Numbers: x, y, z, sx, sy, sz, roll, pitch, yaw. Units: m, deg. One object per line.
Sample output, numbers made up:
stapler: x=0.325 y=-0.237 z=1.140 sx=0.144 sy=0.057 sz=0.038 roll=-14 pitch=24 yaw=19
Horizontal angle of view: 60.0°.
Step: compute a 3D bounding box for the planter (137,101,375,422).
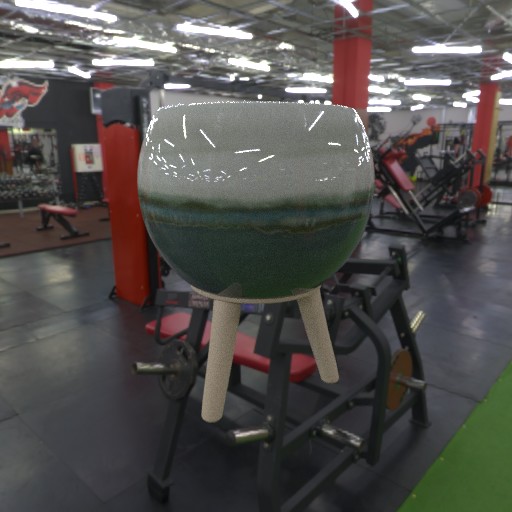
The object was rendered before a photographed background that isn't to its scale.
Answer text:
planter: x=0.000 y=0.000 z=0.445 sx=0.222 sy=0.278 sz=0.222 roll=0 pitch=14 yaw=0
